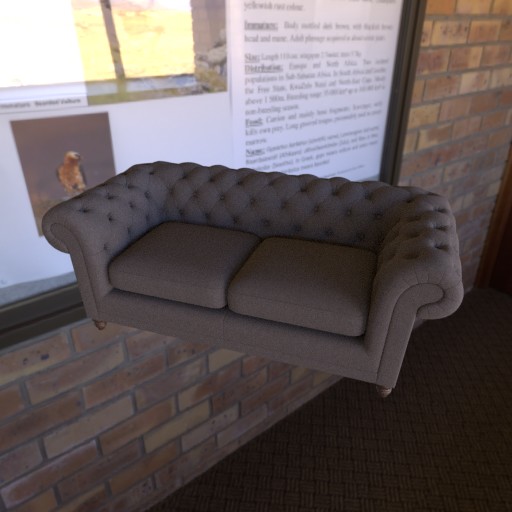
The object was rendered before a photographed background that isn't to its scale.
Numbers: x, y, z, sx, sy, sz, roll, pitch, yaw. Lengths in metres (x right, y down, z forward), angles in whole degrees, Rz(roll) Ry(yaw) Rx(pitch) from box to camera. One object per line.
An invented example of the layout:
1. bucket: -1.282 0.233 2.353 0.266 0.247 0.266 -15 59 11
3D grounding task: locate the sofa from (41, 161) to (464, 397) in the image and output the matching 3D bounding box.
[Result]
1. sofa: 0.000 0.000 2.470 1.998 0.764 0.986 9 29 17
